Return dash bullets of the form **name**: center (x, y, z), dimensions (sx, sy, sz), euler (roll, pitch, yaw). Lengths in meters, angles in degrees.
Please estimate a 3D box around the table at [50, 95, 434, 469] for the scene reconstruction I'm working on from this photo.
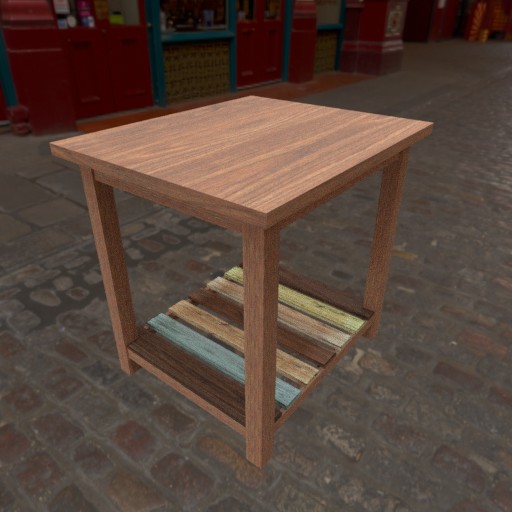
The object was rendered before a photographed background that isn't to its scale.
- **table**: center (0.000, 0.000, 1.142), dimensions (0.559, 0.635, 0.660), euler (22, 36, 33)
